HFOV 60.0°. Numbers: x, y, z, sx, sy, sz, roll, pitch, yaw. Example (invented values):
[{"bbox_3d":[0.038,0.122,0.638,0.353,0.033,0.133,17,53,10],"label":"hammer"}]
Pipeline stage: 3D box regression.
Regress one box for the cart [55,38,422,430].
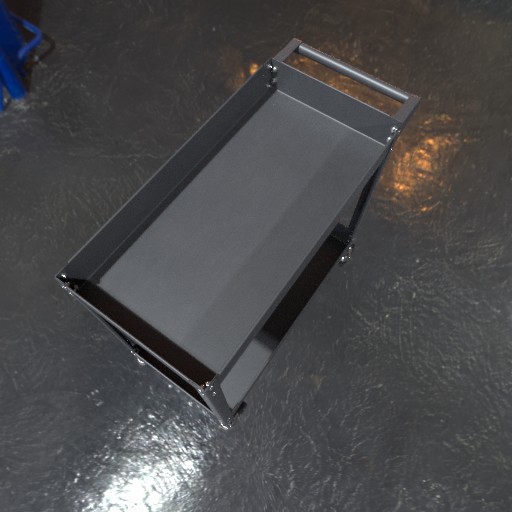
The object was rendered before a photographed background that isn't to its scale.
[{"bbox_3d":[0.000,0.000,1.185,0.366,0.719,0.779,33,68,15],"label":"cart"}]
